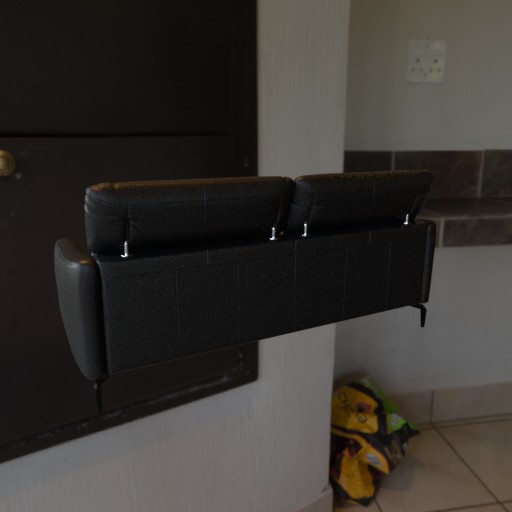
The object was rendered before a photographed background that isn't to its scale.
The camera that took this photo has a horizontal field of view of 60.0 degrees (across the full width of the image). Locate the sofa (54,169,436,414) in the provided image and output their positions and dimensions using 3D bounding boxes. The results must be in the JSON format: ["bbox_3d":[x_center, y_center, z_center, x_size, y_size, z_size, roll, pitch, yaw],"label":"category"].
[{"bbox_3d":[0.000,0.000,2.515,2.069,0.957,0.856,-8,16,-27],"label":"sofa"}]
